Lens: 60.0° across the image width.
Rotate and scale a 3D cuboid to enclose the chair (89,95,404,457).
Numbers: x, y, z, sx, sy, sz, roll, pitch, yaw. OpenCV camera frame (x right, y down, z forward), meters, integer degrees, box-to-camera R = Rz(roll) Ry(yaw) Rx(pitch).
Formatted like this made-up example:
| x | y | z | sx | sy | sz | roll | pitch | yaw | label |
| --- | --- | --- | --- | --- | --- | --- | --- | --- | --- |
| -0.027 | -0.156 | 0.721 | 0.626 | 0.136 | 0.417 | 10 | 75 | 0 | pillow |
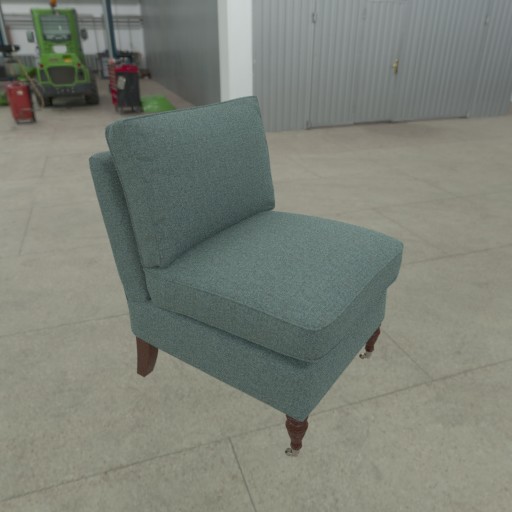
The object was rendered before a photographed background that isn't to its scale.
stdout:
| x | y | z | sx | sy | sz | roll | pitch | yaw | label |
| --- | --- | --- | --- | --- | --- | --- | --- | --- | --- |
| 0.000 | 0.000 | 1.435 | 0.796 | 0.901 | 0.624 | 18 | 32 | 31 | chair |
